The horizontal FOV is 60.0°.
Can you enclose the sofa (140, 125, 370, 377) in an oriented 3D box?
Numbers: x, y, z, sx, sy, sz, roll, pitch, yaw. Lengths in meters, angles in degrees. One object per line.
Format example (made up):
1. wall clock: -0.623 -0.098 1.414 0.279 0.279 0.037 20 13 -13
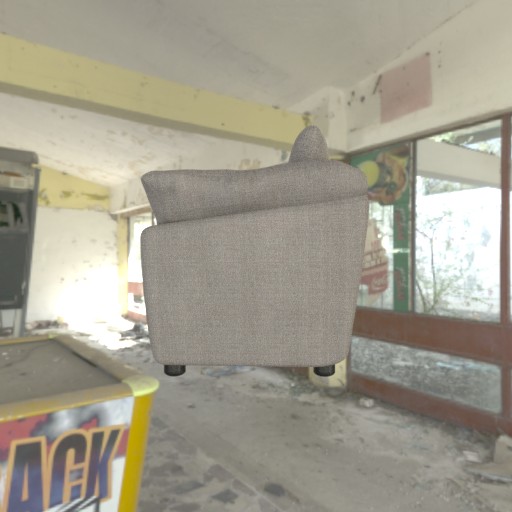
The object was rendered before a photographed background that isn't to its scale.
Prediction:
1. sofa: 0.000 0.000 2.766 0.878 0.996 2.334 0 -1 0
